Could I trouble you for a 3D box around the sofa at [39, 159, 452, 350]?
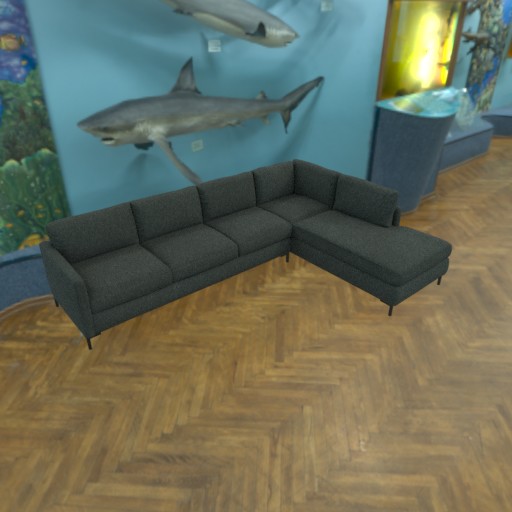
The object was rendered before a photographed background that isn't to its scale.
[{"bbox_3d":[0.000,0.000,3.787,2.949,0.815,2.007,-22,36,-34],"label":"sofa"}]
